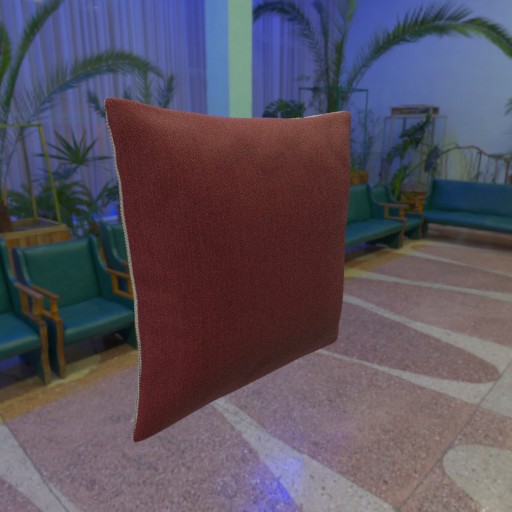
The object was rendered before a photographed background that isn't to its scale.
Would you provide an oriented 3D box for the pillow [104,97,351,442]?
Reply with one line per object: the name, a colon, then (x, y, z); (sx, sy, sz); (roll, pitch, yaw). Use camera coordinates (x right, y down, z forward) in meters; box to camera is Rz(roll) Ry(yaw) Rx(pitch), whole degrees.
pillow: (0.000, 0.000, 0.774); (0.513, 0.497, 0.166); (-14, 21, -42)
